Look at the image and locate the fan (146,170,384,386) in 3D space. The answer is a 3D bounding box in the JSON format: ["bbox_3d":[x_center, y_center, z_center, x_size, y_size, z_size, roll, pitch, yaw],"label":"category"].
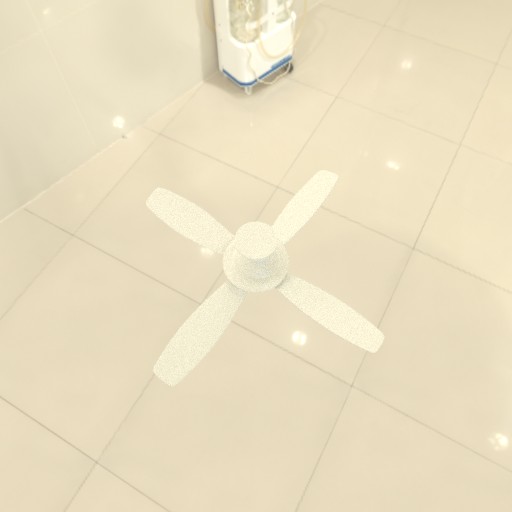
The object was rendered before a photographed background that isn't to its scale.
[{"bbox_3d":[0.000,0.000,2.564,1.693,0.382,1.694,33,67,16],"label":"fan"}]
